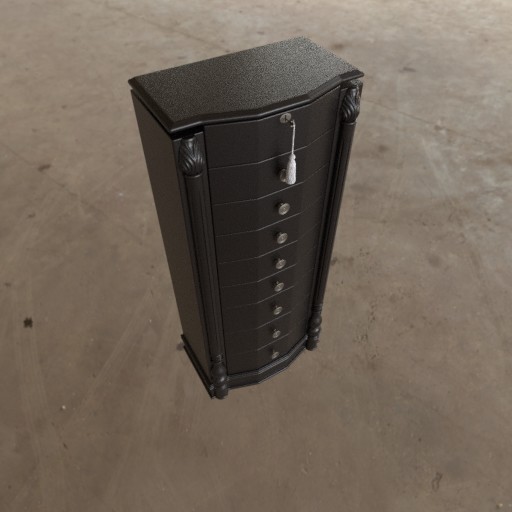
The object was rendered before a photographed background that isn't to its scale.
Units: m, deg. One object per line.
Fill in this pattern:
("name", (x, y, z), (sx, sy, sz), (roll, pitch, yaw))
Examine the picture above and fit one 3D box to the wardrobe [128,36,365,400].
("wardrobe", (0.000, 0.000, 1.236), (0.444, 1.011, 0.295), (-23, 51, -20))
